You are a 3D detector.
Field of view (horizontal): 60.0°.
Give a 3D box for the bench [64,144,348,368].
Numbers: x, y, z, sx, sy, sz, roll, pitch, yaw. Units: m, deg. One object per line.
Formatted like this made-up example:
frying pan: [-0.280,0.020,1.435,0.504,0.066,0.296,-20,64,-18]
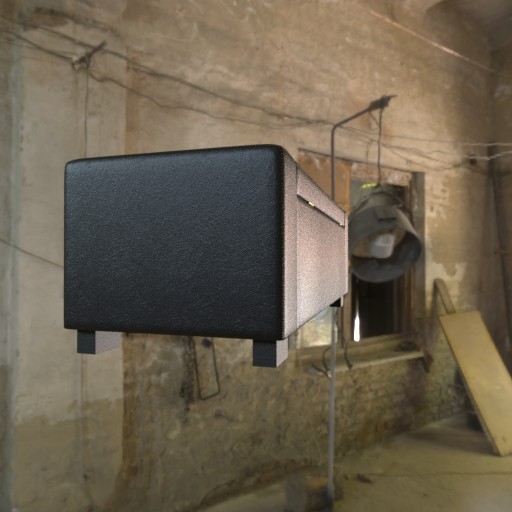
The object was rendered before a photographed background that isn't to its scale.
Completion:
bench: [0.000,0.000,1.521,0.508,0.445,1.296,0,0,17]
